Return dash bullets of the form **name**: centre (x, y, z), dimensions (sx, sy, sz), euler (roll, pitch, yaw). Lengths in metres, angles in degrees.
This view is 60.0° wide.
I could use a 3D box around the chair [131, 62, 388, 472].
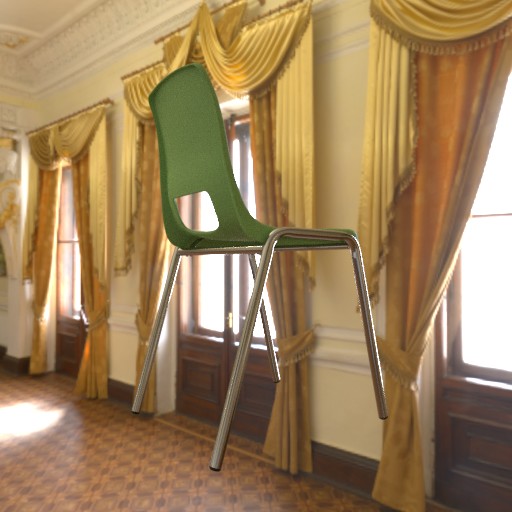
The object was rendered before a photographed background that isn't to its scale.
- **chair**: centre (0.000, 0.000, 0.981), dimensions (0.436, 0.704, 0.381), euler (1, -1, -37)
